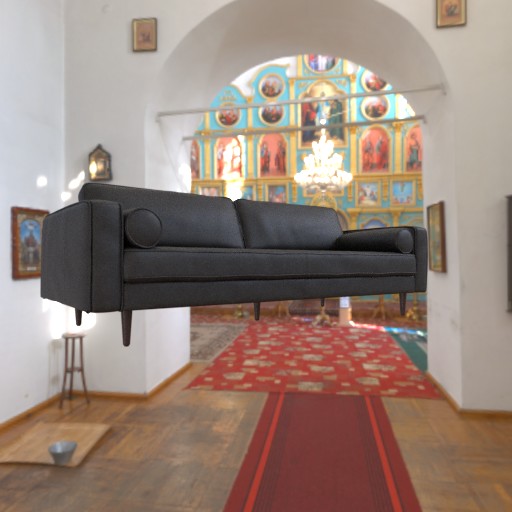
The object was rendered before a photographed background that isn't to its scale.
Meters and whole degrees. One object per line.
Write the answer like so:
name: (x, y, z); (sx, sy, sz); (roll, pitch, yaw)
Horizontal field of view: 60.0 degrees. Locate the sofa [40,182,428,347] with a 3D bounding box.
sofa: (0.000, 0.000, 2.630); (2.210, 0.762, 0.914); (1, -1, -36)
